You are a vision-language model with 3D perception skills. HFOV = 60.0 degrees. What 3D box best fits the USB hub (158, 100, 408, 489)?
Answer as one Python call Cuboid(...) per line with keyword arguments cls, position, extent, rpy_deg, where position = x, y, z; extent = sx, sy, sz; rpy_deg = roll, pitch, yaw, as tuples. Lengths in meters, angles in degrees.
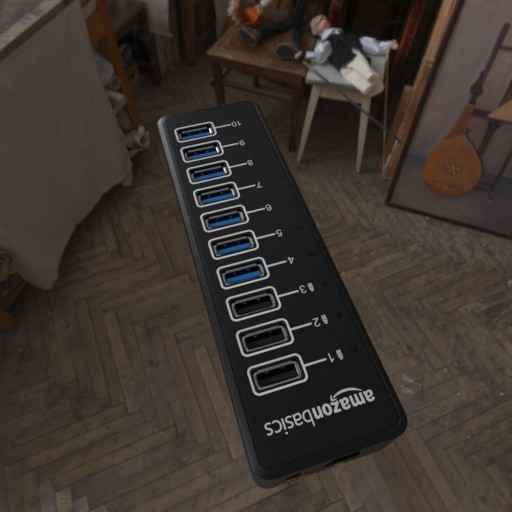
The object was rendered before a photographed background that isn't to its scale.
Cuboid(cls="USB hub", position=(0.000, 0.000, 0.162), extent=(0.044, 0.023, 0.145), rpy_deg=(-14, 58, -9))
